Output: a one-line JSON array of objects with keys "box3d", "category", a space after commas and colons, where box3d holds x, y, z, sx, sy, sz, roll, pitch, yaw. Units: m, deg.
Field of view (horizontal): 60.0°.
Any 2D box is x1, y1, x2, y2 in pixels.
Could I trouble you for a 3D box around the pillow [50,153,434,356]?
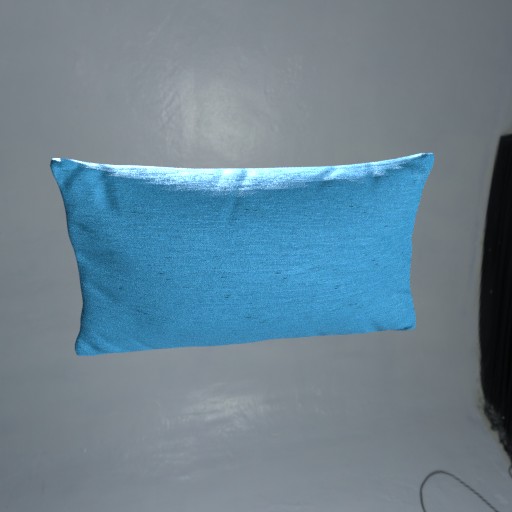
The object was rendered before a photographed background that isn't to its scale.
[{"box3d": [0.000, 0.000, 0.762, 0.633, 0.338, 0.210, -3, 17, -9], "category": "pillow"}]
